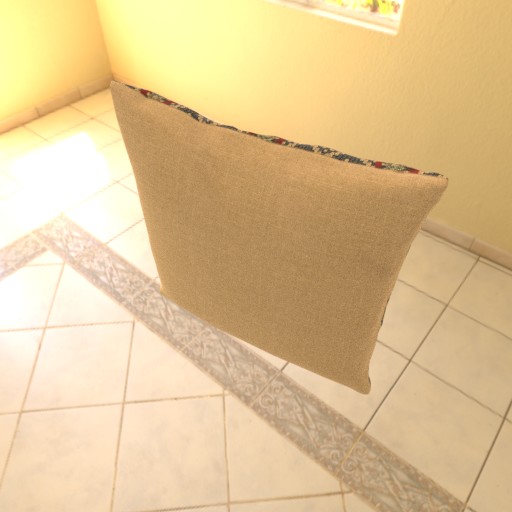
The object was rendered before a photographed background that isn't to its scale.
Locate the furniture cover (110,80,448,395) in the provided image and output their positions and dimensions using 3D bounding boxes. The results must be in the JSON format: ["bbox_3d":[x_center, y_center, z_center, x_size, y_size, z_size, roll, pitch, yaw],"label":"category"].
[{"bbox_3d":[0.000,0.000,0.648,0.431,0.431,0.139,23,51,20],"label":"furniture cover"}]
